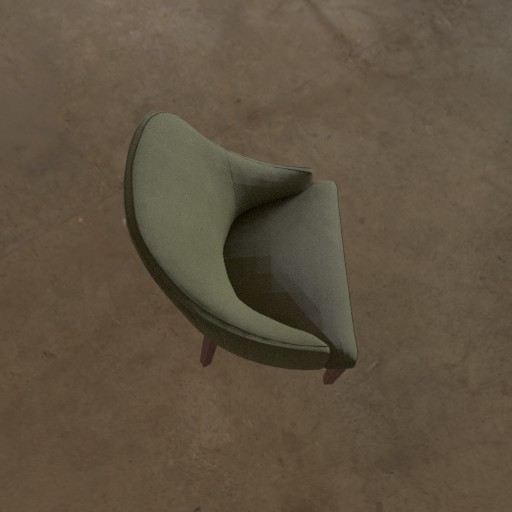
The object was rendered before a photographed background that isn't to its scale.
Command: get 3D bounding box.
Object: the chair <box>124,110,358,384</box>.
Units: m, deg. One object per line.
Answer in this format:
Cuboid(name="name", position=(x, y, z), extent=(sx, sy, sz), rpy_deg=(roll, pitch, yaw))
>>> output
Cuboid(name="chair", position=(0.000, 0.000, 1.340), extent=(0.575, 0.889, 0.643), rpy_deg=(-1, 63, -1))
